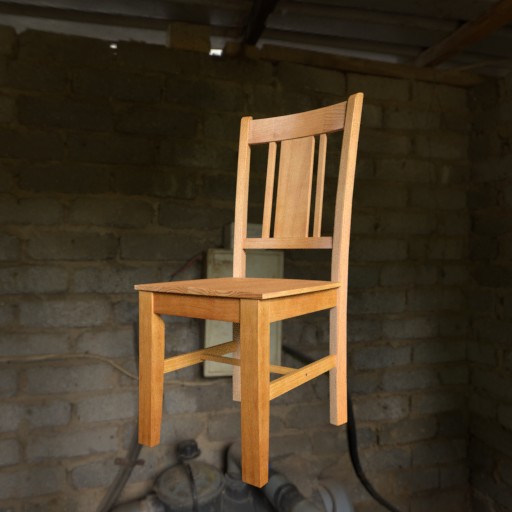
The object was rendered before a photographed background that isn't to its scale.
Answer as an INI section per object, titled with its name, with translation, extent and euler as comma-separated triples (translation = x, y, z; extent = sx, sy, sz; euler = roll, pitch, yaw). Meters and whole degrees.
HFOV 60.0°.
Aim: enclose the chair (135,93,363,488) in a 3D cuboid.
[chair]
translation = 0.000, 0.000, 1.286
extent = 0.450, 0.998, 0.556
euler = 1, 1, 35
